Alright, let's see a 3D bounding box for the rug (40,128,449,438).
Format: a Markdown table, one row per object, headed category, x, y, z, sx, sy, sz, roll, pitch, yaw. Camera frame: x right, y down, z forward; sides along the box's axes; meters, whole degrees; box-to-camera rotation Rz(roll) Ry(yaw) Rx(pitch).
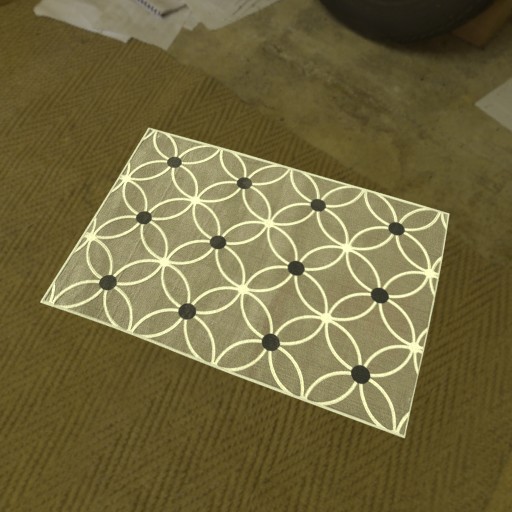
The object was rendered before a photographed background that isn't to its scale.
| category | x | y | z | sx | sy | sz | roll | pitch | yaw |
| --- | --- | --- | --- | --- | --- | --- | --- | --- | --- |
| rug | 0.000 | 0.000 | 2.881 | 2.284 | 0.008 | 1.522 | 18 | 64 | 9 |
